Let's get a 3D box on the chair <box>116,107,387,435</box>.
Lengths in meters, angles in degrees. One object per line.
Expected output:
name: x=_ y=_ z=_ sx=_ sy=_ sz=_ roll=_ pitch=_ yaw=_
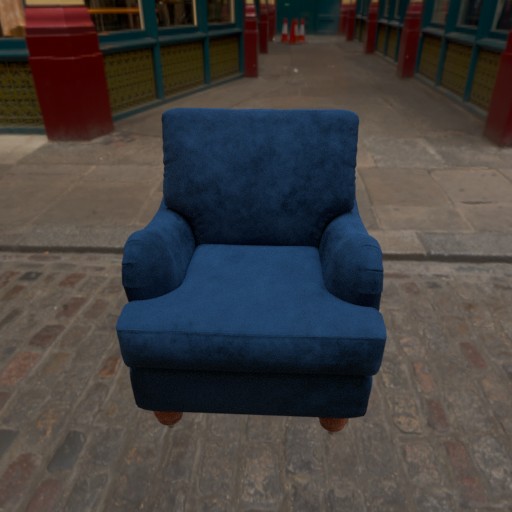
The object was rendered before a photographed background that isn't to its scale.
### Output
chair: x=0.000 y=0.000 z=1.829 sx=0.895 sy=1.076 sz=1.078 roll=1 pitch=30 yaw=2
